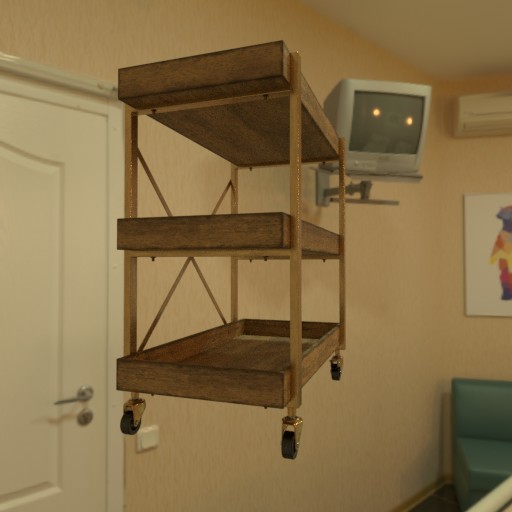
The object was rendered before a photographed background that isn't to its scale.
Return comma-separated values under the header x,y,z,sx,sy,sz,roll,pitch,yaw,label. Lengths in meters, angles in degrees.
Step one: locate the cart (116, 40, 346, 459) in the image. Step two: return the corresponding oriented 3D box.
x,y,z,sx,sy,sz,roll,pitch,yaw,label
0.000,0.000,1.242,0.416,0.799,0.750,0,-1,19,cart
